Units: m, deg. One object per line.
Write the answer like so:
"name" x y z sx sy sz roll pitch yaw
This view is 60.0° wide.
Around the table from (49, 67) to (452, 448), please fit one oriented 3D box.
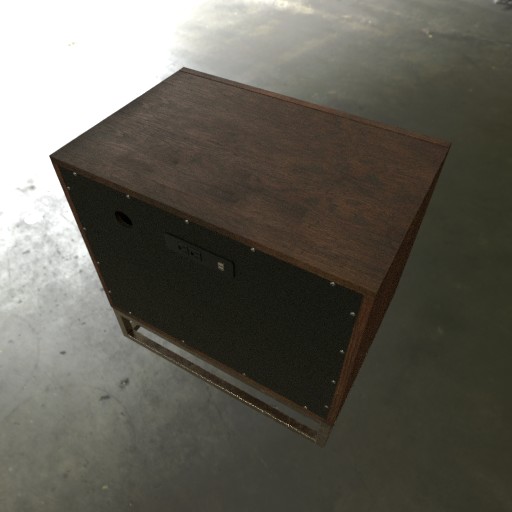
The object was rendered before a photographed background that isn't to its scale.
"table" 0.000 0.000 1.288 0.767 0.746 0.542 23 52 20
